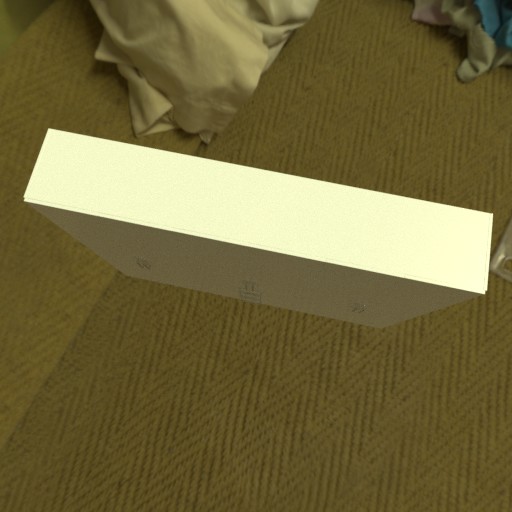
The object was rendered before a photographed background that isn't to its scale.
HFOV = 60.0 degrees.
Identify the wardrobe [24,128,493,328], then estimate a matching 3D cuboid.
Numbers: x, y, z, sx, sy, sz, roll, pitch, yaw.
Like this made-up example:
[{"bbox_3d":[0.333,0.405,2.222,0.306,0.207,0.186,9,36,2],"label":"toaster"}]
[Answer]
[{"bbox_3d":[0.000,0.000,4.004,3.000,2.360,0.580,11,76,3],"label":"wardrobe"}]
